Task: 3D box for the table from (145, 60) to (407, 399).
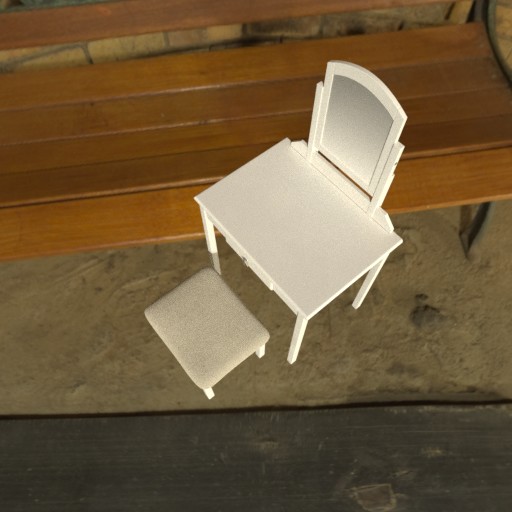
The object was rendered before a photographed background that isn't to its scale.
[{"bbox_3d":[0.000,0.000,2.260,1.211,1.631,0.876,-36,68,-17],"label":"table"}]
